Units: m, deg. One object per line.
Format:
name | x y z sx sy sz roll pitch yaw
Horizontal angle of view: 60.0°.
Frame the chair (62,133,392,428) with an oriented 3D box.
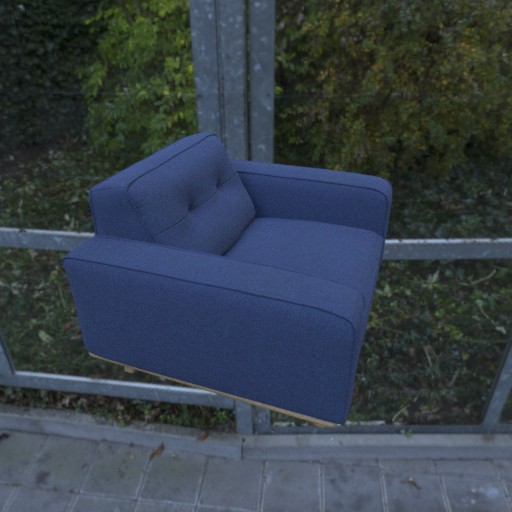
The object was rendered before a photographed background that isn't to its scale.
chair | 0.000 0.000 1.789 0.953 0.783 1.118 10 32 17
